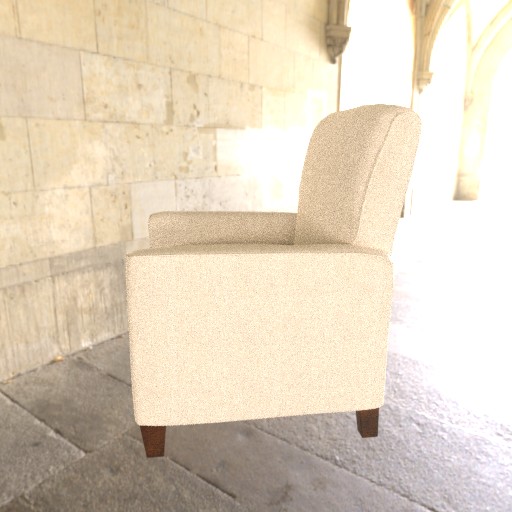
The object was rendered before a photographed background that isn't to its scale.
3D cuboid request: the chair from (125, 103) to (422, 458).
[{"bbox_3d":[0.000,0.000,1.602,0.858,1.028,0.841,-2,14,-8],"label":"chair"}]
